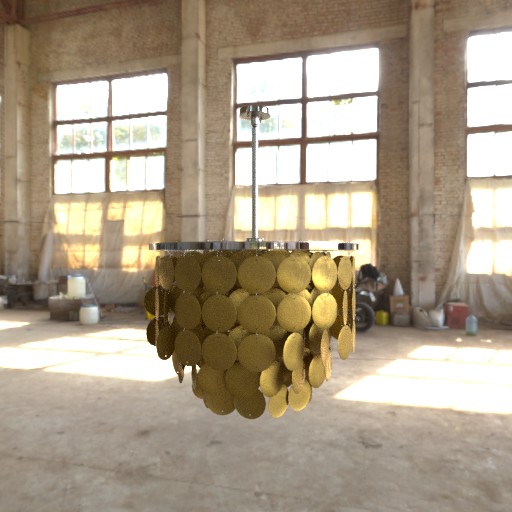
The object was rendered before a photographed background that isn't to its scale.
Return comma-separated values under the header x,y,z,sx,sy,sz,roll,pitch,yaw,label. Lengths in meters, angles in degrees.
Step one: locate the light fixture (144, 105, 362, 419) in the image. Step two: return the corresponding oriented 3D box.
x,y,z,sx,sy,sz,roll,pitch,yaw,label
0.000,0.000,0.757,0.368,0.492,0.368,0,0,0,light fixture
